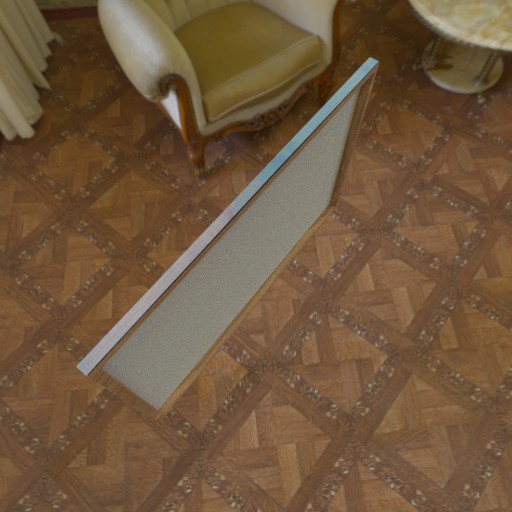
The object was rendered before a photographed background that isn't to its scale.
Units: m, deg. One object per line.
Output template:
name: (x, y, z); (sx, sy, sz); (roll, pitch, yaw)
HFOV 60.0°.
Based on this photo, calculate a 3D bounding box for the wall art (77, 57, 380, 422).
wall art: (0.000, 0.000, 1.424); (0.034, 0.756, 1.137); (34, 68, 16)
